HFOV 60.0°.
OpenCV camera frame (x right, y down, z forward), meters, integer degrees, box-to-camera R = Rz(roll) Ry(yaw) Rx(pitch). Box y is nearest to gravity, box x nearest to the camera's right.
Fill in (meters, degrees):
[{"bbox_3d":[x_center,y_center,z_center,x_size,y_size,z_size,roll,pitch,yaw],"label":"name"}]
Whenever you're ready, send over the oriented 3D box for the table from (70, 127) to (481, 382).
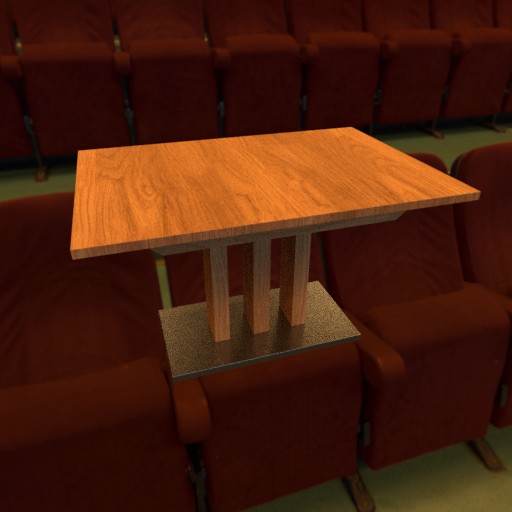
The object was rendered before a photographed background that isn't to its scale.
[{"bbox_3d":[0.000,0.000,1.883,1.300,0.770,0.900,-9,32,-15],"label":"table"}]
